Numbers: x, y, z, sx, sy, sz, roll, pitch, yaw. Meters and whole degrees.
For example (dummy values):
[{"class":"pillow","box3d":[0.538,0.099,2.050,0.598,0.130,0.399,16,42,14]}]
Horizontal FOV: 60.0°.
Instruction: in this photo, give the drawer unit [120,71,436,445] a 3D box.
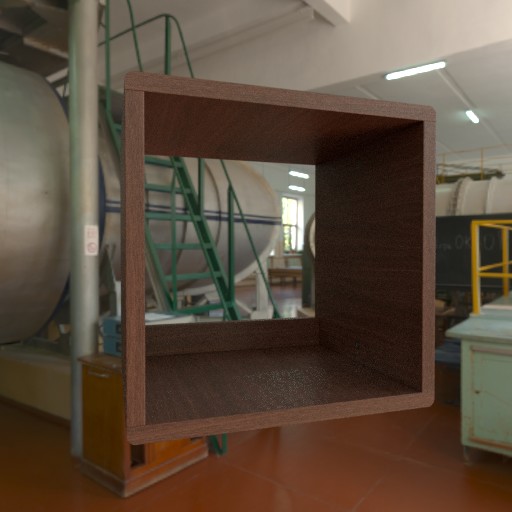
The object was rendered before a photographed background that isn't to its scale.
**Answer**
[{"class":"drawer unit","box3d":[0.000,0.000,0.605,0.349,0.351,0.290,0,1,-18]}]
